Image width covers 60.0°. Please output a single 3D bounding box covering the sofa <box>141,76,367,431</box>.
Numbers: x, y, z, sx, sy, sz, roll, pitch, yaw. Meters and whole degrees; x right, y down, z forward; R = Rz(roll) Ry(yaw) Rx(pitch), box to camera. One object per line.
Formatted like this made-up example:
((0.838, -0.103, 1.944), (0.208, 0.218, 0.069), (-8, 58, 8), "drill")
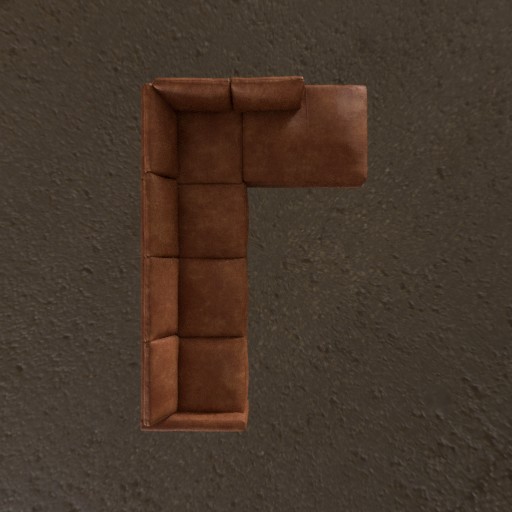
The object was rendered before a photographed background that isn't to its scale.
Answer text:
((0.000, 0.000, 3.930), (1.938, 0.877, 2.984), (0, 90, 2), "sofa")
